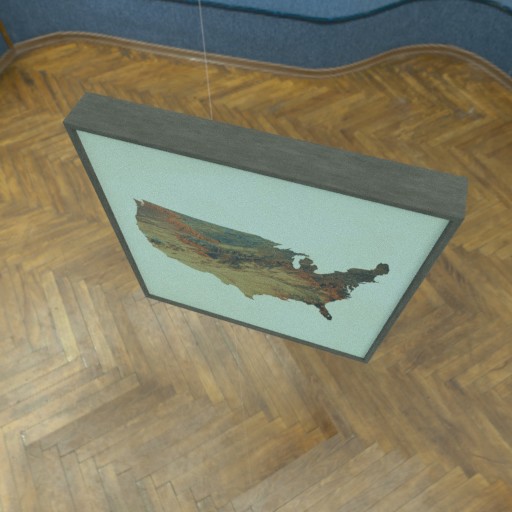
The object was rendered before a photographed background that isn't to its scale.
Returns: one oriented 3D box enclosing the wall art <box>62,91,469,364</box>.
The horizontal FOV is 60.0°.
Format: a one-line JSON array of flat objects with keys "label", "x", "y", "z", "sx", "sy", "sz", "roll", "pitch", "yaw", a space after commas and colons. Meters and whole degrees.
[{"label": "wall art", "x": 0.000, "y": 0.000, "z": 0.455, "sx": 0.303, "sy": 0.302, "sz": 0.038, "roll": 15, "pitch": 60, "yaw": 9}]
